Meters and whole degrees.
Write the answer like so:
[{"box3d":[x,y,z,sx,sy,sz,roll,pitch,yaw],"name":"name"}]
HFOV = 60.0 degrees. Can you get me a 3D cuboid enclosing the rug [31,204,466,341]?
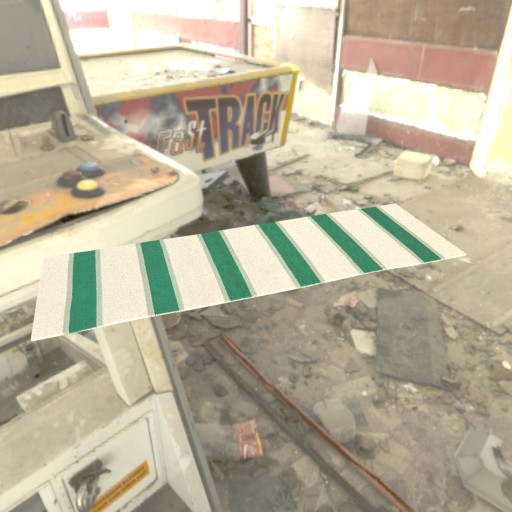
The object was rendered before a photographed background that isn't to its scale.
[{"box3d":[0.000,0.000,2.680,2.438,0.012,0.768,-10,33,-15],"name":"rug"}]
